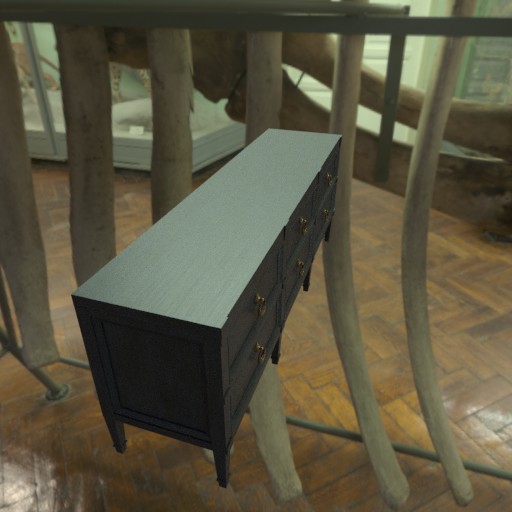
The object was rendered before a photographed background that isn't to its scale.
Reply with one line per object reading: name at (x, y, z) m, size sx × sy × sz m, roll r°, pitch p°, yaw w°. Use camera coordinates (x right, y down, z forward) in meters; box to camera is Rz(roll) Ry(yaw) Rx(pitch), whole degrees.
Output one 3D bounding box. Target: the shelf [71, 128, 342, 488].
shelf at (0.000, 0.000, 2.139) m, size 0.471 × 0.715 × 1.878 m, roll 10°, pitch 32°, yaw 16°
